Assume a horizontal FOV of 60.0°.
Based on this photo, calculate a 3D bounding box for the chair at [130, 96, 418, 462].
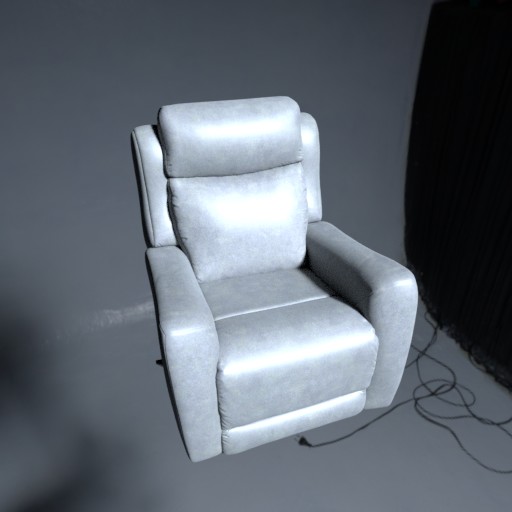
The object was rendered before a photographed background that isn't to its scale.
[{"bbox_3d":[0.000,0.000,1.901,0.967,1.116,1.068,-10,33,-15],"label":"chair"}]
